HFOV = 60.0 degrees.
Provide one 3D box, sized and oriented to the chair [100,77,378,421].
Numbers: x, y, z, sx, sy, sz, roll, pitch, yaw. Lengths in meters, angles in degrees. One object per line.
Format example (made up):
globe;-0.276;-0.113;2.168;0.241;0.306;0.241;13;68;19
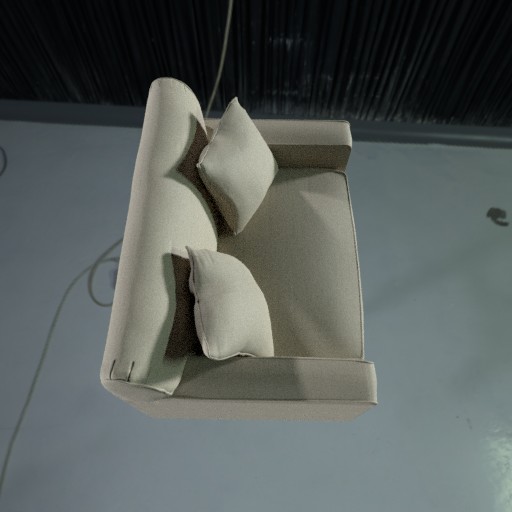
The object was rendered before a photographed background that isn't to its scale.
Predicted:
chair;0.000;0.000;2.077;1.000;0.948;1.383;1;63;0
